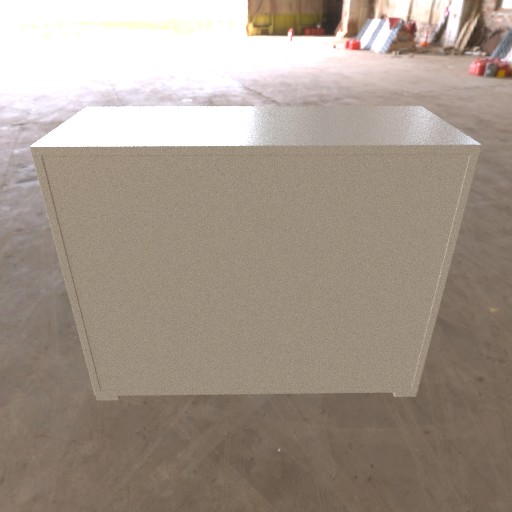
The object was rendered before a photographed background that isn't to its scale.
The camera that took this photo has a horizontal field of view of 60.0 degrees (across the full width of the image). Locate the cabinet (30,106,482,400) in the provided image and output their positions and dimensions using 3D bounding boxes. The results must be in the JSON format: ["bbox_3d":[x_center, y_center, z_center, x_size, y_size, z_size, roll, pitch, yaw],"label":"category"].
[{"bbox_3d":[0.000,0.000,1.354,1.000,0.800,0.400,0,30,-1],"label":"cabinet"}]
